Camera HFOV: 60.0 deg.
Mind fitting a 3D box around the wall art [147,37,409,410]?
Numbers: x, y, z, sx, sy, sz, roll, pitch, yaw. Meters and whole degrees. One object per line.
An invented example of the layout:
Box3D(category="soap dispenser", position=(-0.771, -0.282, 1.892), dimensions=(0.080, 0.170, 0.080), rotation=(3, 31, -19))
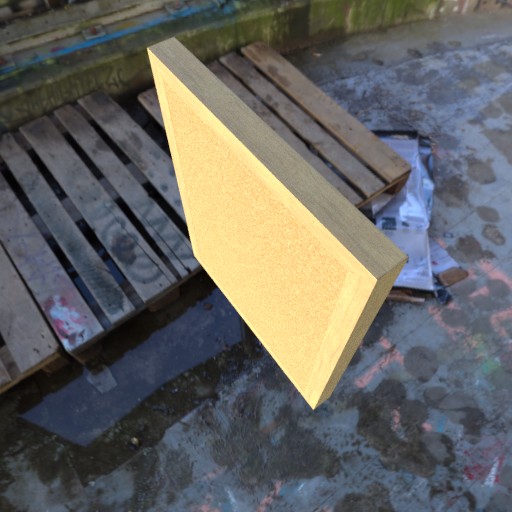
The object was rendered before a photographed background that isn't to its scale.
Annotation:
Box3D(category="wall art", position=(0.000, 0.000, 0.524), dimensions=(0.030, 0.380, 0.312), rotation=(-32, 64, -18))
